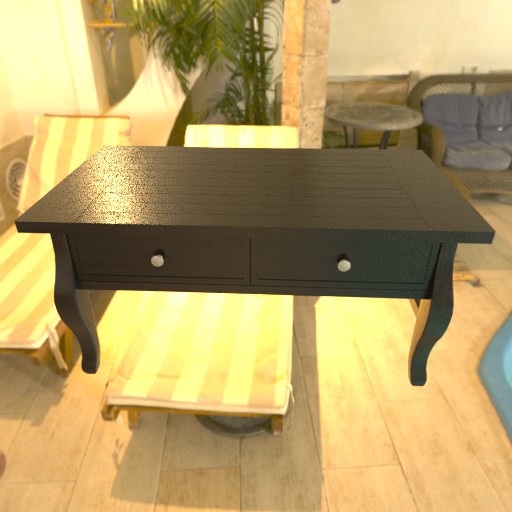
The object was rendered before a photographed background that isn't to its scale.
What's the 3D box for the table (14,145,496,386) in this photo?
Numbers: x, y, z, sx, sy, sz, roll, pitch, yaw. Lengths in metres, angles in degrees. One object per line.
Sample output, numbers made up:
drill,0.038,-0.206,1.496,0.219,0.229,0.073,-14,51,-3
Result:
table,0.000,0.000,1.351,1.062,0.494,0.600,1,31,2
